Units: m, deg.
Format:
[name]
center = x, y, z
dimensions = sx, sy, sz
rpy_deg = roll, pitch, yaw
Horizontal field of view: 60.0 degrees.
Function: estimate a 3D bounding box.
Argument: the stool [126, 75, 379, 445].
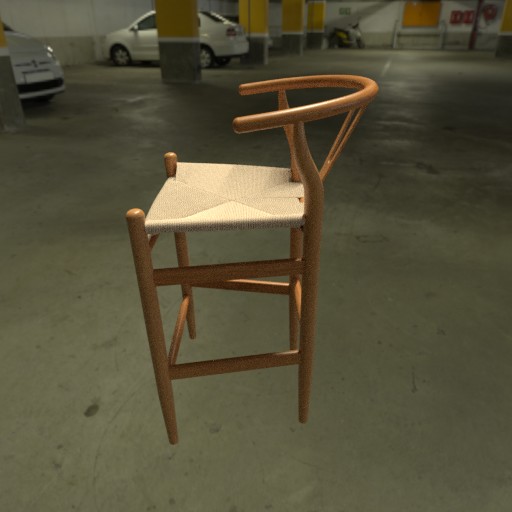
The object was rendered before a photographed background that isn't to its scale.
[stool]
center = 0.000, 0.000, 1.302
dimensions = 0.579, 0.970, 0.569
rpy_deg = 0, 27, -1
